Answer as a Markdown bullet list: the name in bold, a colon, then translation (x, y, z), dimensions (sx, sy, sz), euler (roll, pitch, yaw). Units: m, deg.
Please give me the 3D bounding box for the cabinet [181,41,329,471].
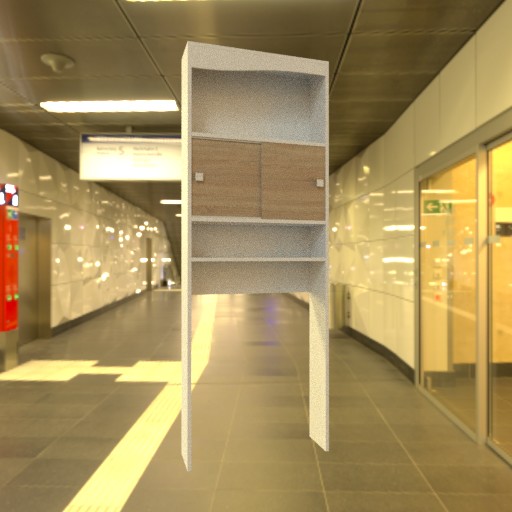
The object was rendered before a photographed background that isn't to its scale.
- **cabinet**: translation (0.000, 0.000, 1.998), dimensions (0.643, 1.770, 0.192), euler (0, 0, -17)
